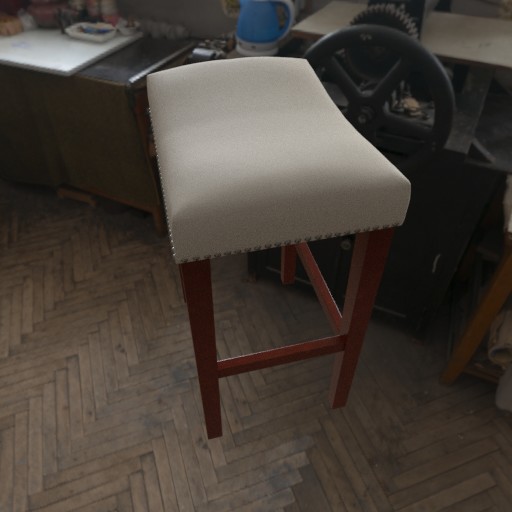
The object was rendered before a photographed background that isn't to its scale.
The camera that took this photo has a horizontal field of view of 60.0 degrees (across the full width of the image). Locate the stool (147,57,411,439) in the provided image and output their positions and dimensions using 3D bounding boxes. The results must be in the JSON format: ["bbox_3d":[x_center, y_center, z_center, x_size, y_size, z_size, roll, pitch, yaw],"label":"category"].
[{"bbox_3d":[0.000,0.000,1.036,0.372,0.742,0.504,-10,46,-10],"label":"stool"}]
